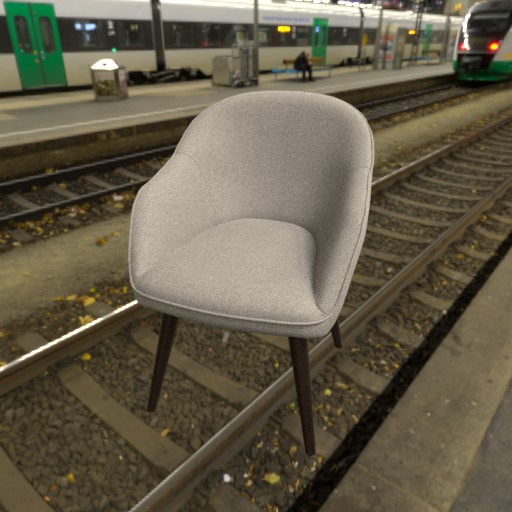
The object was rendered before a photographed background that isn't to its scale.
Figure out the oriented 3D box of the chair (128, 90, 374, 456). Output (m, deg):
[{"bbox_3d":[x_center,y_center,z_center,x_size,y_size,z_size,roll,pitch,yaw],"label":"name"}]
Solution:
[{"bbox_3d":[0.000,0.000,1.234,0.589,0.810,0.611,8,27,16],"label":"chair"}]
